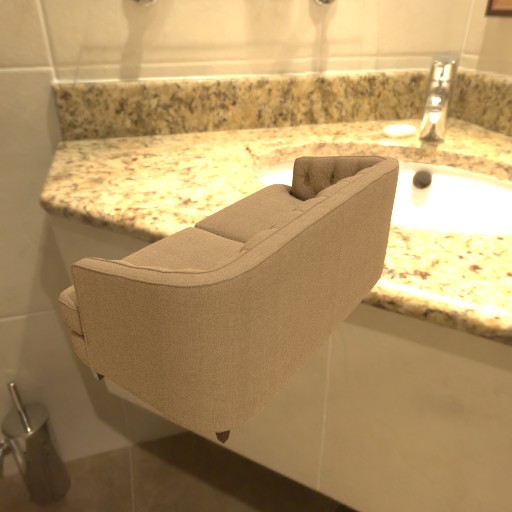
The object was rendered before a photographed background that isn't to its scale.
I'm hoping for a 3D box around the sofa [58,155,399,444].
[{"bbox_3d":[0.000,0.000,2.297,0.941,0.855,1.733,20,35,31],"label":"sofa"}]
